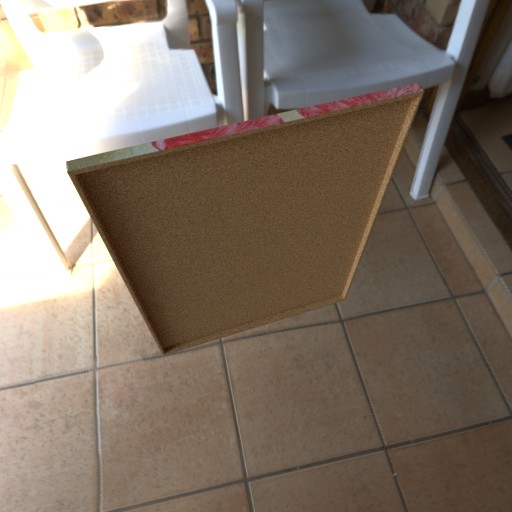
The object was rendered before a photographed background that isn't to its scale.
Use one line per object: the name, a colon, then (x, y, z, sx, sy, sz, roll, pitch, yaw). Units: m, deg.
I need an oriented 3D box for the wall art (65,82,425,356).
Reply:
wall art: (0.000, 0.000, 1.334, 0.762, 1.015, 0.031, -15, 59, -10)
